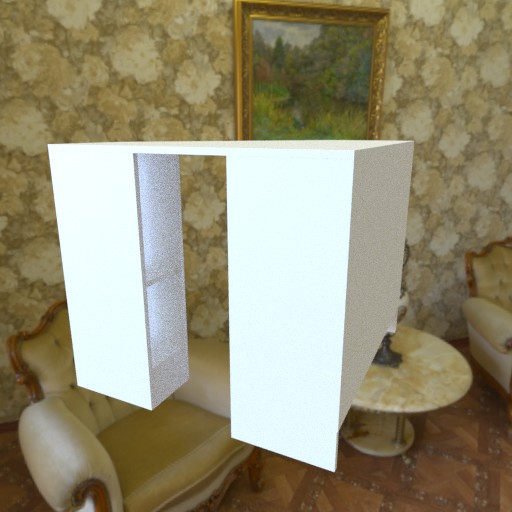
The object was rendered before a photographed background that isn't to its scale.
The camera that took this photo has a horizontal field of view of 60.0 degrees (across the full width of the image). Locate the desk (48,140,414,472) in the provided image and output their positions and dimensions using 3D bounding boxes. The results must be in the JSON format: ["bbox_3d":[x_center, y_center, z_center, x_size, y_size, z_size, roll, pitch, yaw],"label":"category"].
[{"bbox_3d":[0.000,0.000,1.646,0.926,0.818,0.940,8,18,25],"label":"desk"}]
